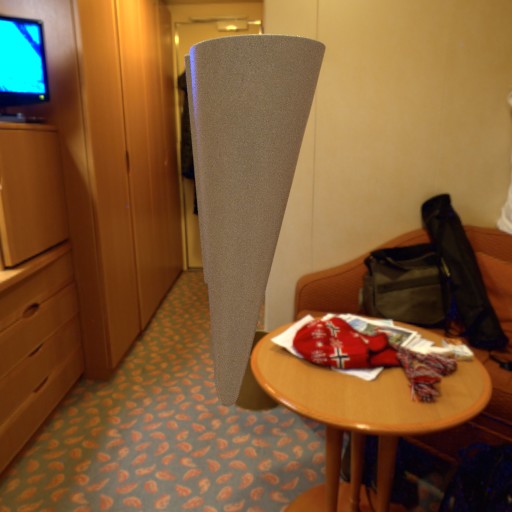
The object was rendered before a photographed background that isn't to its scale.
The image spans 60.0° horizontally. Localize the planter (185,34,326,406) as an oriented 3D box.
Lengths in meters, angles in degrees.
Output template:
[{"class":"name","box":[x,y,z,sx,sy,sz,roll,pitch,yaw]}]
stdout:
[{"class":"planter","box":[0.000,0.000,0.223,0.057,0.191,0.064,-14,20,-43]}]
